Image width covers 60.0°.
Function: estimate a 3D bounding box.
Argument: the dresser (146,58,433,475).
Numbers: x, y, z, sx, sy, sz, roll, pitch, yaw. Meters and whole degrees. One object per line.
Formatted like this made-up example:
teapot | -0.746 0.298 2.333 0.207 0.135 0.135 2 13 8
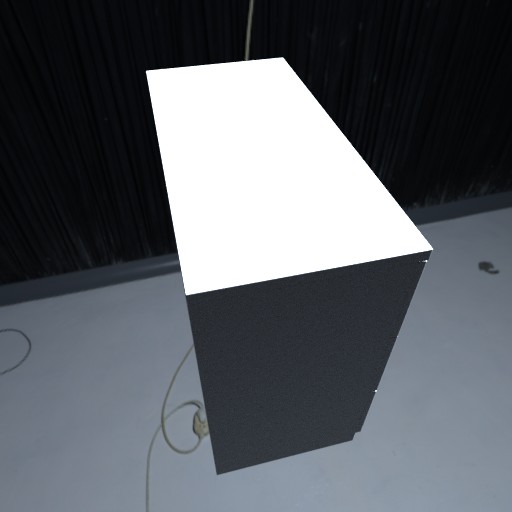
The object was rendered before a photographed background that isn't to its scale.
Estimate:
dresser | 0.000 0.000 1.236 0.420 0.740 0.830 -10 46 -10
